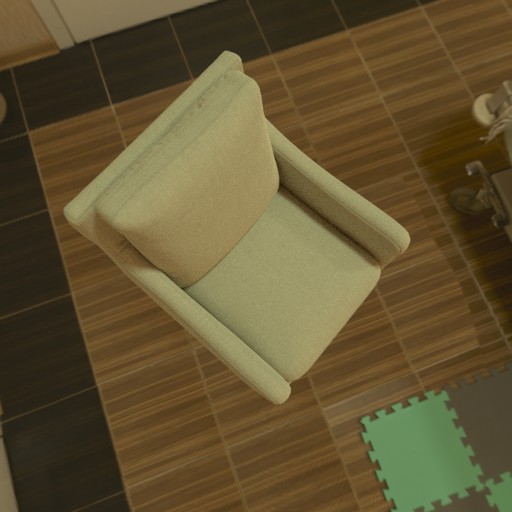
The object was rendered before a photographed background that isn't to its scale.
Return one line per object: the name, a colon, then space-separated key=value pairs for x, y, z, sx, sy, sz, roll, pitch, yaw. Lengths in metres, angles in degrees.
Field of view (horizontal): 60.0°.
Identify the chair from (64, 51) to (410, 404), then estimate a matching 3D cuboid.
chair: x=0.000 y=0.000 z=1.399 sx=0.694 sy=0.914 sz=0.626 roll=39 pitch=79 yaw=9
